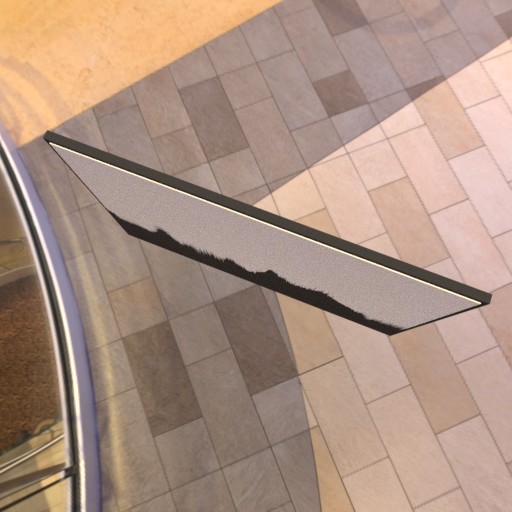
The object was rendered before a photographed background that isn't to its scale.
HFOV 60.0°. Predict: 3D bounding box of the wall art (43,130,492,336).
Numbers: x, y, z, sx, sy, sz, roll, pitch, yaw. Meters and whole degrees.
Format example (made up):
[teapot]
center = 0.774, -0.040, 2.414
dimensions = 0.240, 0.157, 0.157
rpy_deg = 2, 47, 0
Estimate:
[wall art]
center = 0.000, 0.000, 1.489
dimensions = 1.190, 0.805, 0.028
rpy_deg = 21, 76, 6
